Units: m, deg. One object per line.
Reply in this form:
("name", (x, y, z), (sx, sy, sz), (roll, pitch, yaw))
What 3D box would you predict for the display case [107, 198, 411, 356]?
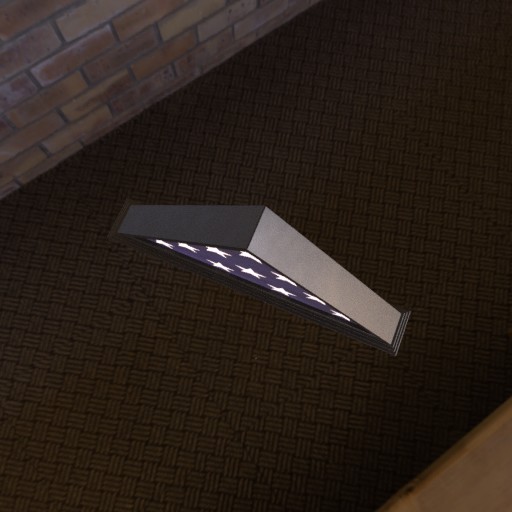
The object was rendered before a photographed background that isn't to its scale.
("display case", (0.000, 0.000, 0.757), (0.640, 0.340, 0.095), (22, 78, 5))
